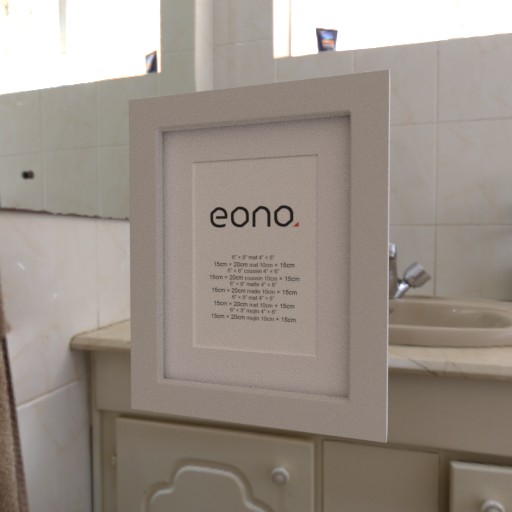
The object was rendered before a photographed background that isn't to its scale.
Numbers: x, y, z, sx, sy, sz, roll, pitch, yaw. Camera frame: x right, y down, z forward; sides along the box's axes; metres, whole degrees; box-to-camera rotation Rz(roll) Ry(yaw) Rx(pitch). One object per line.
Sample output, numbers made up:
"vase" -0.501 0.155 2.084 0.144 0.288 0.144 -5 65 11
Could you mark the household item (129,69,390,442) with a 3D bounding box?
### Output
"household item" 0.000 0.000 0.348 0.200 0.250 0.045 1 2 18
